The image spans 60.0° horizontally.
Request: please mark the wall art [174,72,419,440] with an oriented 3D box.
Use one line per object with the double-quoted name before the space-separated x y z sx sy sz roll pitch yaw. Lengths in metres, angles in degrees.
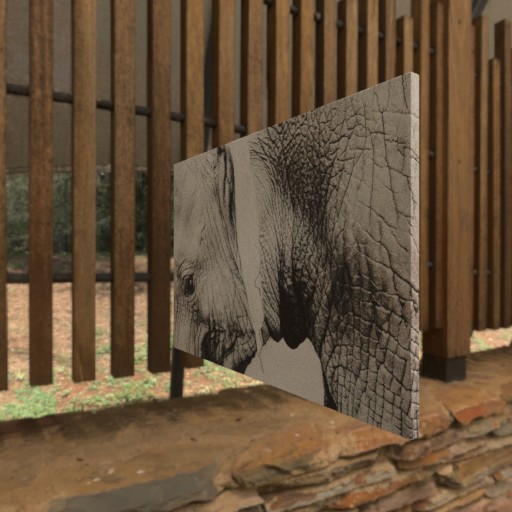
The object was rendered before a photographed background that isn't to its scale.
"wall art" 0.000 0.000 1.108 0.023 0.607 0.914 0 0 -35
